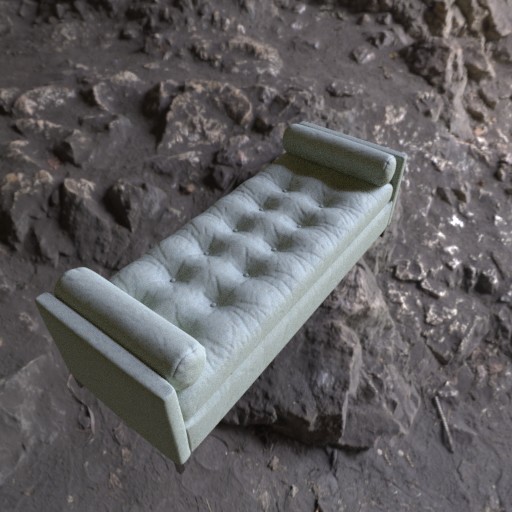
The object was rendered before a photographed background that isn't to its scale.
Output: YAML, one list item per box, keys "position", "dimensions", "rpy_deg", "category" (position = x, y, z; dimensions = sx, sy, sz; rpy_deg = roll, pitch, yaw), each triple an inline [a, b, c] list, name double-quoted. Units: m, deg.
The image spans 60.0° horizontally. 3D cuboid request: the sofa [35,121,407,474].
- position: [0.000, 0.000, 2.481]
  dimensions: [0.796, 0.705, 2.102]
  rpy_deg: [27, 49, 26]
  category: "sofa"
